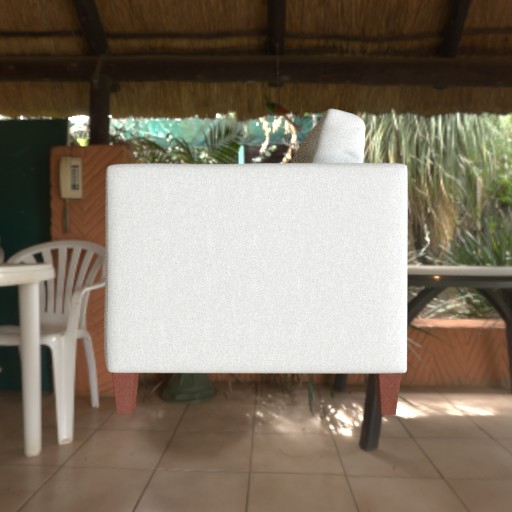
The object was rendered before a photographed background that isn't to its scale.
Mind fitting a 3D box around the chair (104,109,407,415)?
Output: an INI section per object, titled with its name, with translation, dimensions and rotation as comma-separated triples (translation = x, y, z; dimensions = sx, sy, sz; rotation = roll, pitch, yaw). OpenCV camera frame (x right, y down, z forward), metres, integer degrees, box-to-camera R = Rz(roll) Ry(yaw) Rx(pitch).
[chair]
translation = 0.000, 0.000, 1.861
dimensions = 0.953, 0.961, 1.107
rotation = 0, 1, 1
